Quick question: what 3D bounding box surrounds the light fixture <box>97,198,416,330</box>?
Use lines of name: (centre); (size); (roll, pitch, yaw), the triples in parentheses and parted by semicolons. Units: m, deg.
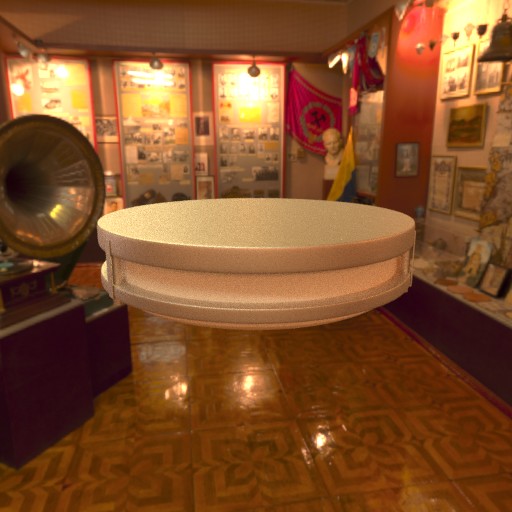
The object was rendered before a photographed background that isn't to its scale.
light fixture: (0.000, 0.000, 0.535); (0.356, 0.102, 0.356); (0, 14, 0)
